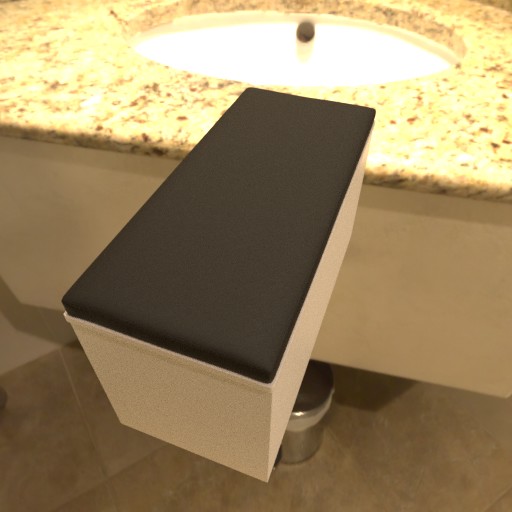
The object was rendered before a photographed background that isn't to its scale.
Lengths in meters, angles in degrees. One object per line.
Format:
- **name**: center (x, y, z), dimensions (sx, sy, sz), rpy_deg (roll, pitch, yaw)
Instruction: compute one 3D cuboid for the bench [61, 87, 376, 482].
- **bench**: center (0.000, 0.000, 1.184), dimensions (0.401, 0.500, 0.899), rpy_deg (15, 48, 14)
